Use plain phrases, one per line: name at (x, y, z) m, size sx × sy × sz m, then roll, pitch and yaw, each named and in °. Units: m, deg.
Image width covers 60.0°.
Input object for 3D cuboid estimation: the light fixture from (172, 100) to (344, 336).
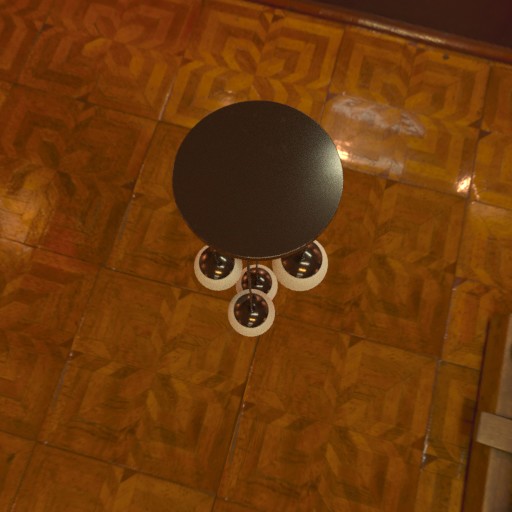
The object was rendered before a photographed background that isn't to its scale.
light fixture at (0.000, 0.000, 1.504) m, size 0.489 × 1.271 × 0.484 m, roll 17°, pitch 76°, yaw 4°
